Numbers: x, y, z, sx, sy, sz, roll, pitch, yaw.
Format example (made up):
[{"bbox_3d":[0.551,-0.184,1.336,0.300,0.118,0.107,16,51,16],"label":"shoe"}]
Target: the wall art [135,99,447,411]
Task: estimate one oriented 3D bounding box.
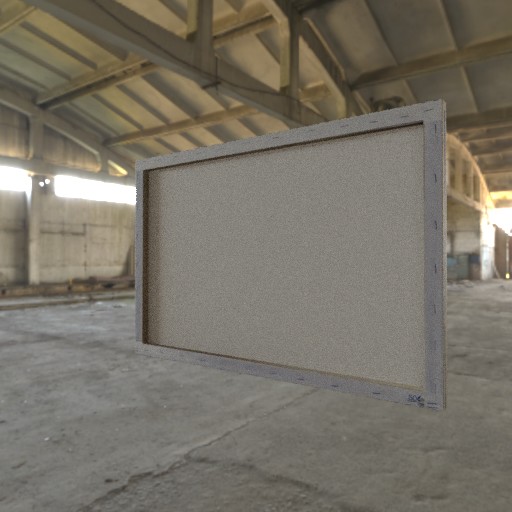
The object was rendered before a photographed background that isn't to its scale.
[{"bbox_3d":[0.000,0.000,1.421,1.143,0.757,0.038,0,-1,36],"label":"wall art"}]
